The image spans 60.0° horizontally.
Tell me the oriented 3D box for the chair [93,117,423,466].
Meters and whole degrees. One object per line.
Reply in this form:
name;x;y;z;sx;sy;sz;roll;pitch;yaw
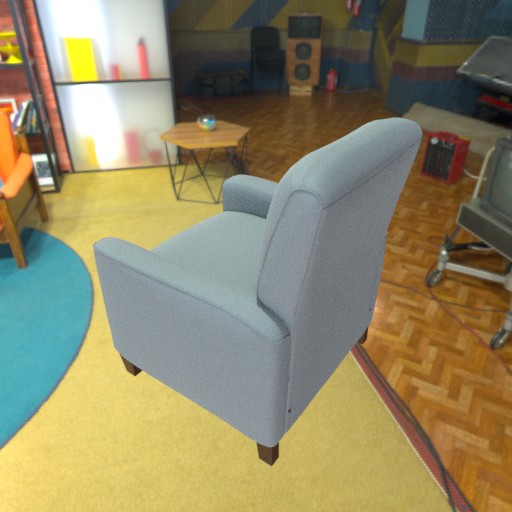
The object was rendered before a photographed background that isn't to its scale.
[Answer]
chair;0.000;0.000;1.622;0.846;1.007;0.853;21;37;30
